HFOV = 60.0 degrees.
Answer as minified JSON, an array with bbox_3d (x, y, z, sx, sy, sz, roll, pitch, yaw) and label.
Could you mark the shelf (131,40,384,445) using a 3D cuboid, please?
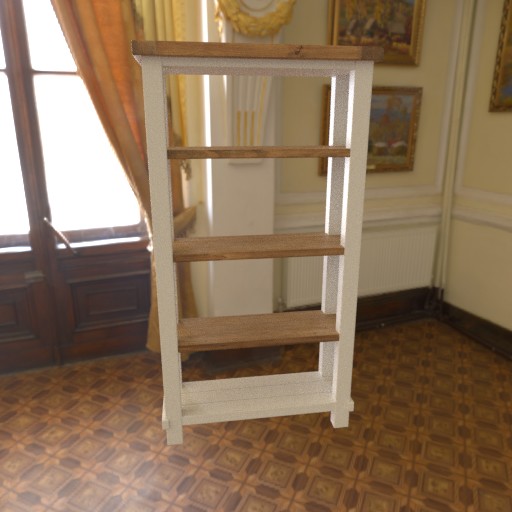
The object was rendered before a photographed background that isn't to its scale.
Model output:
[{"bbox_3d":[0.000,0.000,2.213,1.022,1.878,0.381,-2,17,-8],"label":"shelf"}]
